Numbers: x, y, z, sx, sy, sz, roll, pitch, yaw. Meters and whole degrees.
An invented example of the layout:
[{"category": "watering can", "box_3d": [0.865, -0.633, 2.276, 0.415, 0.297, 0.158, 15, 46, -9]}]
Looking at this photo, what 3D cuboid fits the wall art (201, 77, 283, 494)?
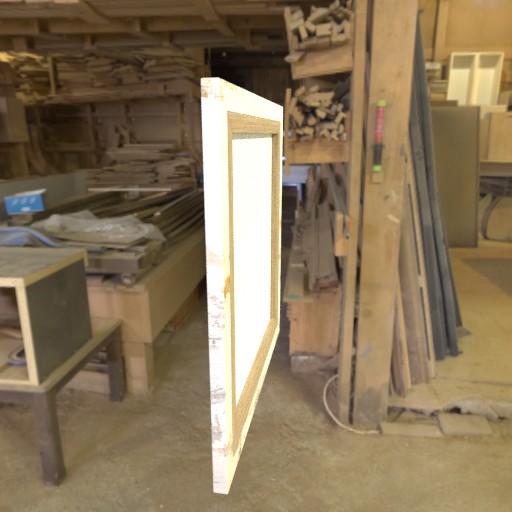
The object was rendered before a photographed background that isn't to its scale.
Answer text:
[{"category": "wall art", "box_3d": [0.000, 0.000, 1.507, 0.040, 1.018, 1.015, 3, 16, 10]}]
